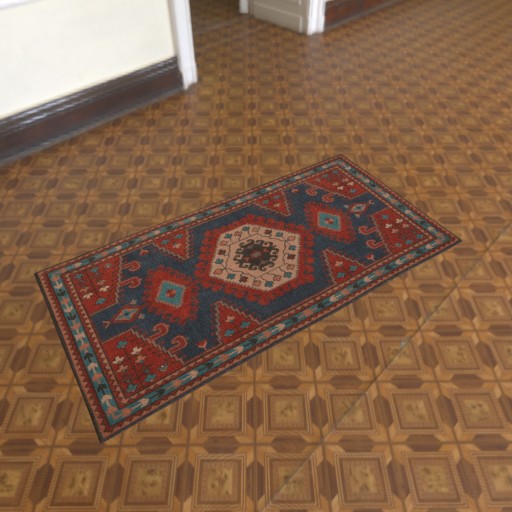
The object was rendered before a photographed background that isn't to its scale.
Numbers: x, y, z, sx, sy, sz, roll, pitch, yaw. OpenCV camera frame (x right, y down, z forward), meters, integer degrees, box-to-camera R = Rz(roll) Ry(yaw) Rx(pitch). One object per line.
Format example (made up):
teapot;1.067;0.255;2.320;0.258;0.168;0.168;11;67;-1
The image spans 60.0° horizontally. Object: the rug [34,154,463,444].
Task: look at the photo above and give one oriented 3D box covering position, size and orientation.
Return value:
rug;0.000;0.000;3.481;3.032;0.034;1.522;-25;51;-22
